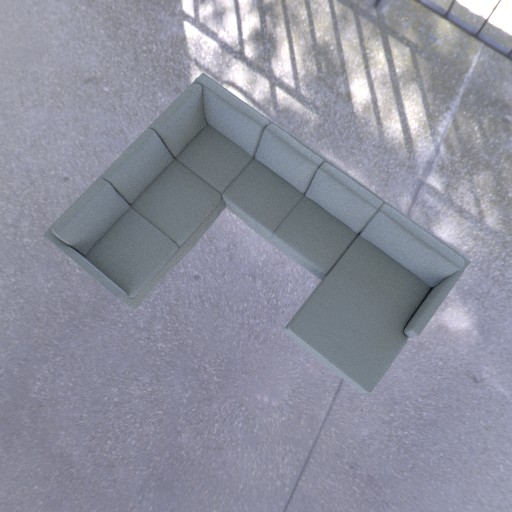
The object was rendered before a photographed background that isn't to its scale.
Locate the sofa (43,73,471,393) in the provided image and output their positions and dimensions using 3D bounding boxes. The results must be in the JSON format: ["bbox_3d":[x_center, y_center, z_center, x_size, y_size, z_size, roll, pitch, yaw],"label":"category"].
[{"bbox_3d":[0.000,0.000,4.555,3.460,0.882,2.427,38,78,10],"label":"sofa"}]
